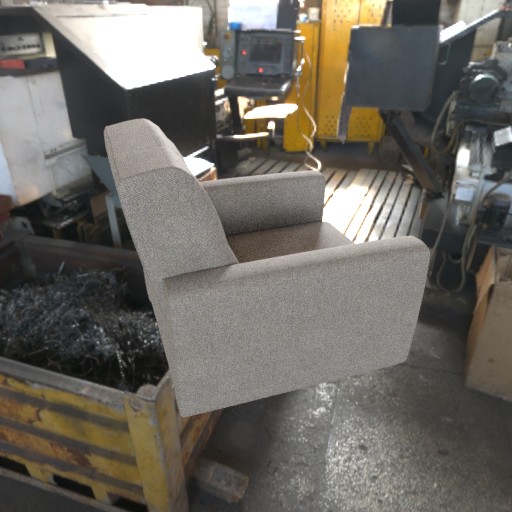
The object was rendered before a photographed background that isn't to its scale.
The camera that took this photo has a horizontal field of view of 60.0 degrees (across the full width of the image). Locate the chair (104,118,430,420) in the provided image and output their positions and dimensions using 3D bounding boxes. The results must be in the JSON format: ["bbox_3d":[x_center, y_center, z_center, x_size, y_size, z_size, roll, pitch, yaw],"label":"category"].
[{"bbox_3d":[0.000,0.000,1.683,0.942,0.968,0.845,-10,31,-17],"label":"chair"}]
